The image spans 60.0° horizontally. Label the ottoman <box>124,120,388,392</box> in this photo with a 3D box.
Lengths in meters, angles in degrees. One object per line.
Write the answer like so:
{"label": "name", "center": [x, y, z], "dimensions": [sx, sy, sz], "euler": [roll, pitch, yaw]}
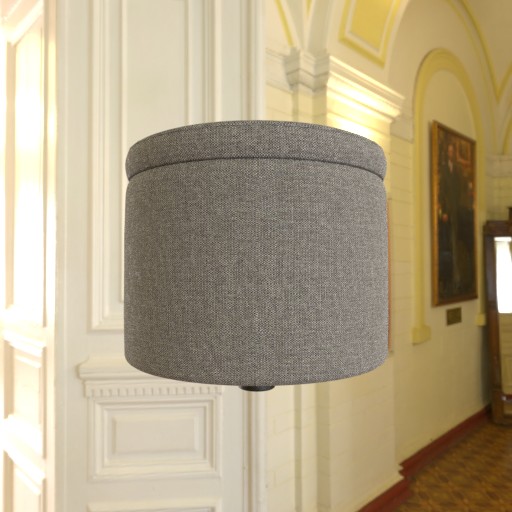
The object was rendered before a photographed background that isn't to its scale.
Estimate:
{"label": "ottoman", "center": [0.000, 0.000, 0.911], "dimensions": [0.520, 0.430, 0.520], "euler": [0, -1, 0]}
